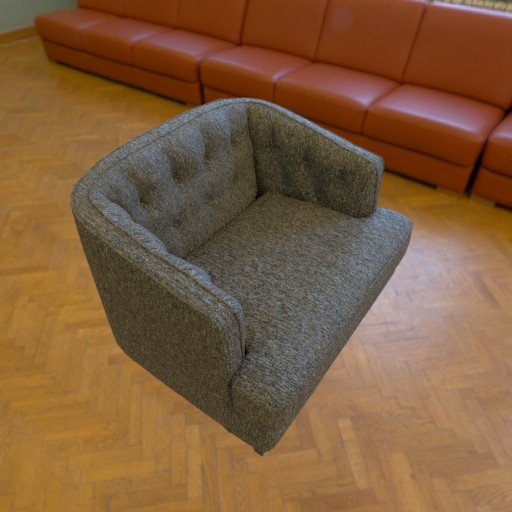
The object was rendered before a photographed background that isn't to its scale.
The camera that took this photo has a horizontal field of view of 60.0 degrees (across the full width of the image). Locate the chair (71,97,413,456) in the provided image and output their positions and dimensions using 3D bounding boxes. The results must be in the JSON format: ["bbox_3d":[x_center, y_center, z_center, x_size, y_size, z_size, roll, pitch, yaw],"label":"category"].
[{"bbox_3d":[0.000,0.000,1.765,0.941,0.852,1.104,25,48,25],"label":"chair"}]
